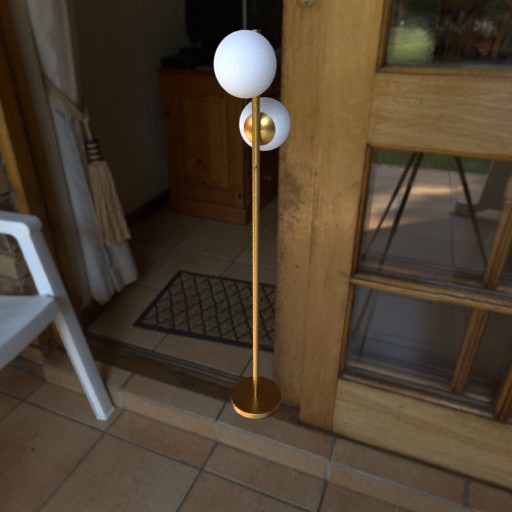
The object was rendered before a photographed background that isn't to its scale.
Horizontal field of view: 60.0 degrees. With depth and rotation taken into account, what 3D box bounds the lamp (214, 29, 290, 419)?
[{"bbox_3d":[0.000,0.000,1.795,0.249,1.641,0.419,8,31,14],"label":"lamp"}]
